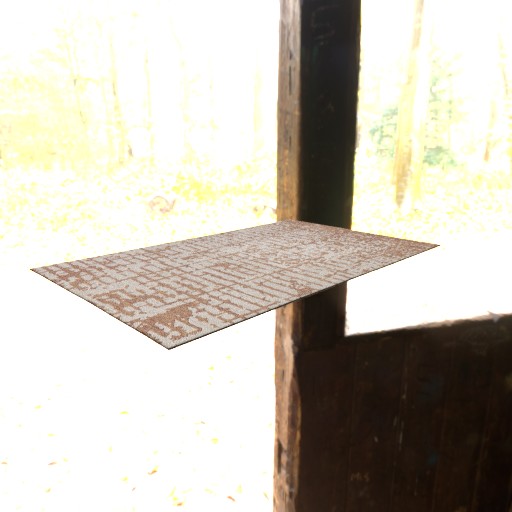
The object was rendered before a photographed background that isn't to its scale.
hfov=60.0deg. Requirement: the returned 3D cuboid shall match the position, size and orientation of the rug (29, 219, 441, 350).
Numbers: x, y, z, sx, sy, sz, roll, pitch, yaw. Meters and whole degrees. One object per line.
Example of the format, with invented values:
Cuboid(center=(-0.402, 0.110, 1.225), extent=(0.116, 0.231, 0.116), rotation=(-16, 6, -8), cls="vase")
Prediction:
Cuboid(center=(0.000, 0.000, 3.037), extent=(2.435, 0.011, 1.517), rotation=(-14, 20, -43), cls="rug")
